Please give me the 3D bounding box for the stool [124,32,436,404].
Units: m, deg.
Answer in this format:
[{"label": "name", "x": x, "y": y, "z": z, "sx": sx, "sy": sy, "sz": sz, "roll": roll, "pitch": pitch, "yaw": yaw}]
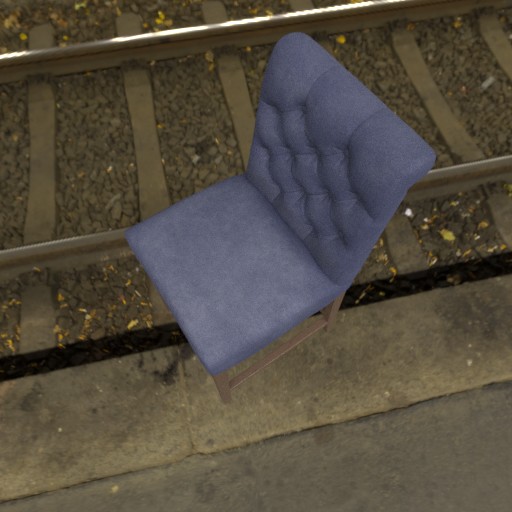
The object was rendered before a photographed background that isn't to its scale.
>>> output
[{"label": "stool", "x": 0.000, "y": 0.000, "z": 1.321, "sx": 0.601, "sy": 1.010, "sz": 0.493, "roll": -31, "pitch": 67, "yaw": -15}]
